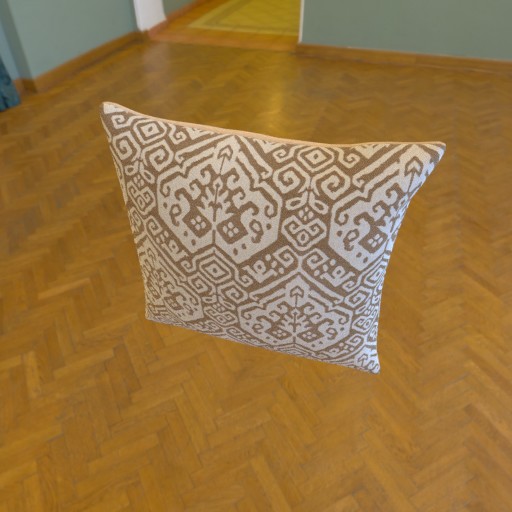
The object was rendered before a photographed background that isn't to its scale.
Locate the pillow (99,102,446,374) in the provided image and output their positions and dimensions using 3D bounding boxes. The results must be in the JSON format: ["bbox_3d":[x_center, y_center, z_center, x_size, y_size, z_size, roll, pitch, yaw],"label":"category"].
[{"bbox_3d":[0.000,0.000,0.638,0.419,0.407,0.173,11,42,12],"label":"pillow"}]
